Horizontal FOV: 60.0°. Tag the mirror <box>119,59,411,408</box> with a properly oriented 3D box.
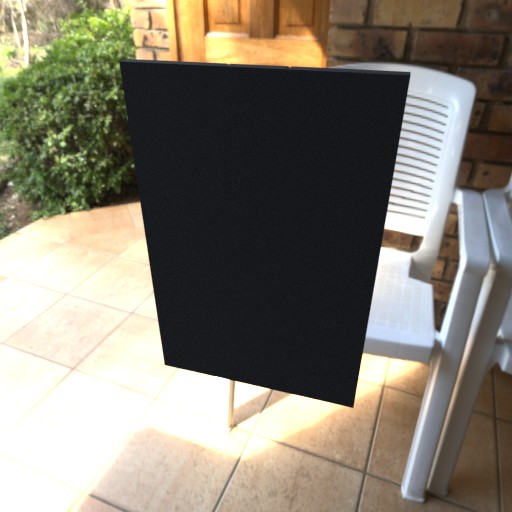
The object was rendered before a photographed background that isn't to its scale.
[{"bbox_3d":[0.000,0.000,1.145,0.606,0.912,0.044,9,33,14],"label":"mirror"}]
